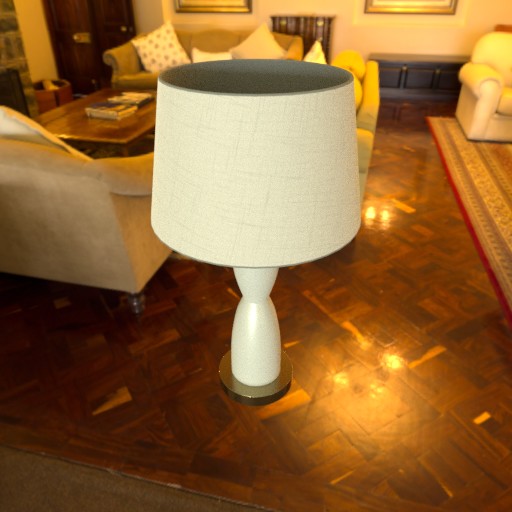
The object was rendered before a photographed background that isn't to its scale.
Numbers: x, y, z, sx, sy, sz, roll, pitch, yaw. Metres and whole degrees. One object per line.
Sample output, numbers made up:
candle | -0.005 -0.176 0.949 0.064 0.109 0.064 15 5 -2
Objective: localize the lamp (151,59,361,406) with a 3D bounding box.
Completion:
lamp | 0.000 0.000 0.706 0.309 0.545 0.309 0 32 0
